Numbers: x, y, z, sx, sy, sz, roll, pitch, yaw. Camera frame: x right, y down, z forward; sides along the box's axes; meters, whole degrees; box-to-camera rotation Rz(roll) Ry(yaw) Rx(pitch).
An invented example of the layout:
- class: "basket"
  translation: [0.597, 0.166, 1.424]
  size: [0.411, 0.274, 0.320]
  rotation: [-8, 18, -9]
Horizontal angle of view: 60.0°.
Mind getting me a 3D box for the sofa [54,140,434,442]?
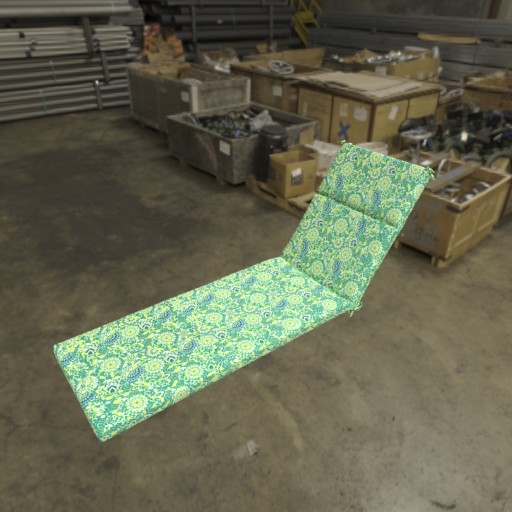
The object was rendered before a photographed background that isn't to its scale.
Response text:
- class: "sofa"
  translation: [0.000, 0.000, 1.900]
  size: [1.663, 0.622, 0.582]
  rotation: [-21, 37, -31]
